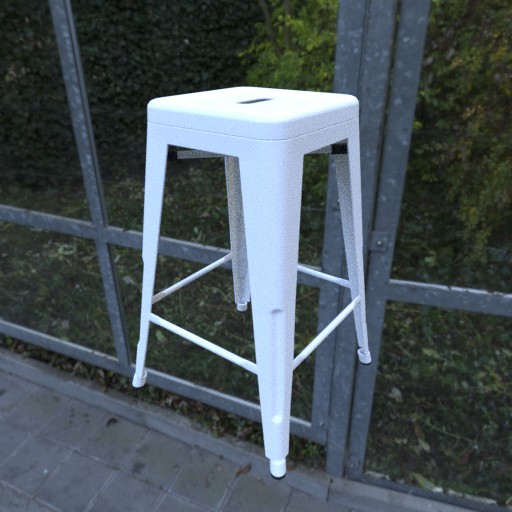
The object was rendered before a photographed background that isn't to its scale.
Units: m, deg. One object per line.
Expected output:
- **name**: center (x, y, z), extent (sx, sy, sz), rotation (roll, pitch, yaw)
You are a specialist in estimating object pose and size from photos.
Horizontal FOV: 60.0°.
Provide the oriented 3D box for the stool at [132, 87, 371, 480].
- **stool**: center (0.000, 0.000, 0.898), extent (0.406, 0.610, 0.406), rotation (18, 32, 32)
